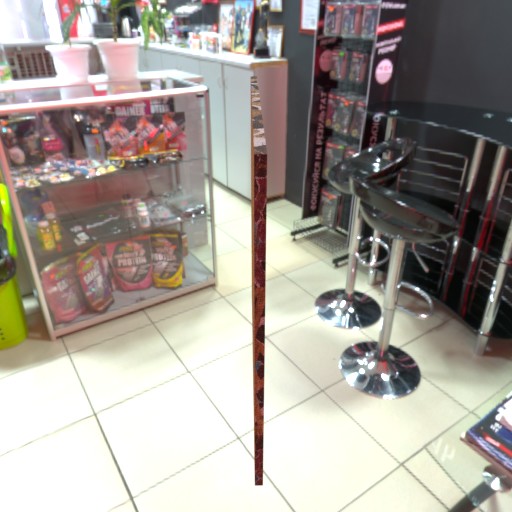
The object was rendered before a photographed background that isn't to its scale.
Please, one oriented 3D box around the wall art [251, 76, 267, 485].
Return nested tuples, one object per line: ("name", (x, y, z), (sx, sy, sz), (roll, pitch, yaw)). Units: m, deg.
("wall art", (0.000, 0.000, 0.608), (0.010, 0.406, 0.404), (0, 30, -1))
